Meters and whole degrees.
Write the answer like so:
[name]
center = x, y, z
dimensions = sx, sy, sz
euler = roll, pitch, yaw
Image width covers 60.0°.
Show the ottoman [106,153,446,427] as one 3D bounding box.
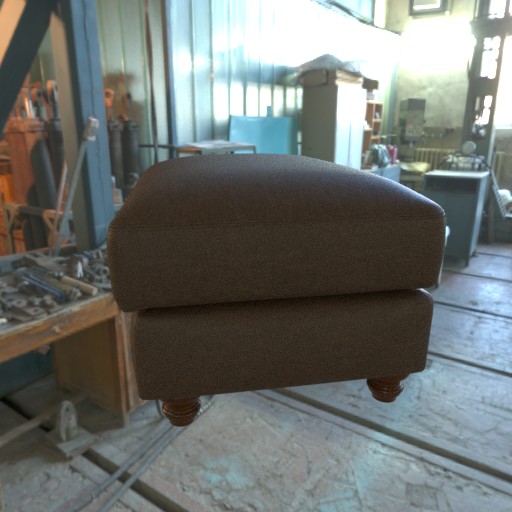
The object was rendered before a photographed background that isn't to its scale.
[ottoman]
center = 0.000, 0.000, 1.163
dimensions = 0.635, 0.508, 0.787
euler = -3, 17, -10
